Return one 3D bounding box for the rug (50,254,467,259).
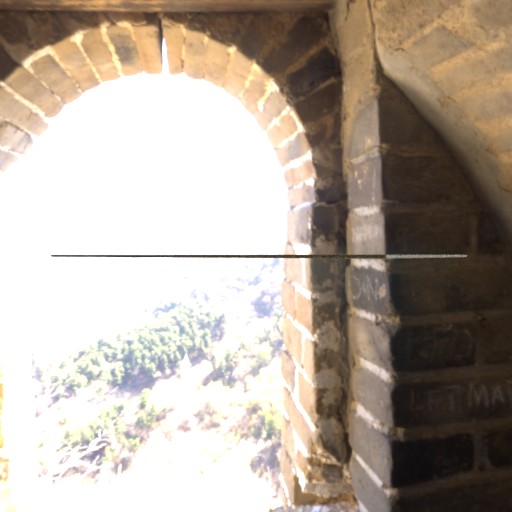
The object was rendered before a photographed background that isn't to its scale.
[{"bbox_3d":[0.000,0.000,2.882,2.263,0.017,1.523,0,0,36],"label":"rug"}]
